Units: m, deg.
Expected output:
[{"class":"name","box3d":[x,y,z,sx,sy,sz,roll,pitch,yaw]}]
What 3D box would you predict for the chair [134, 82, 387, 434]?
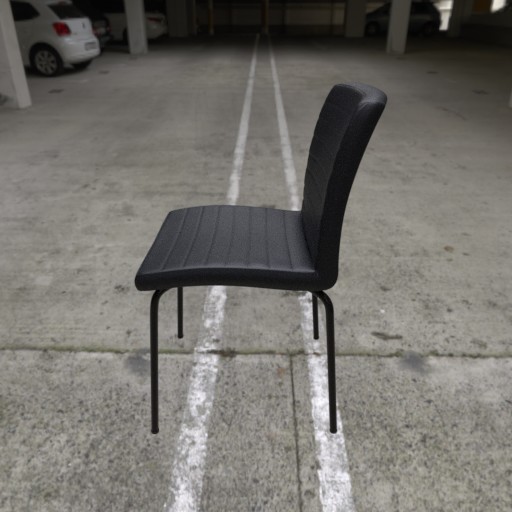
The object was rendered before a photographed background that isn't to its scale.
[{"class":"chair","box3d":[0.000,0.000,1.216,0.572,0.872,0.450,0,26,1]}]
